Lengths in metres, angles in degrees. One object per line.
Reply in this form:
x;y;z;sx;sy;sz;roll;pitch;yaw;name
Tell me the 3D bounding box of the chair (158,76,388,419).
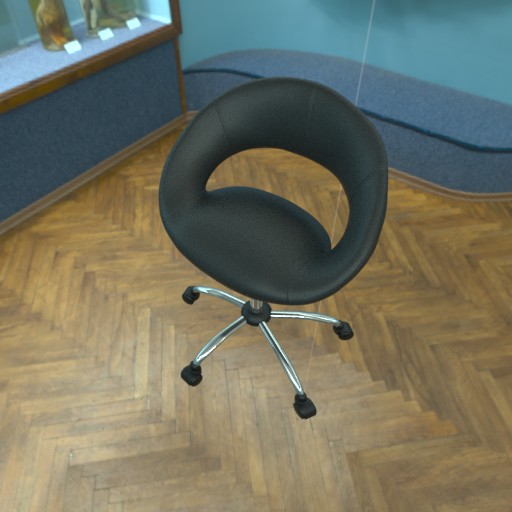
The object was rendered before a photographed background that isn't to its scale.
0.000;0.000;1.182;0.612;0.791;0.538;31;54;25;chair
